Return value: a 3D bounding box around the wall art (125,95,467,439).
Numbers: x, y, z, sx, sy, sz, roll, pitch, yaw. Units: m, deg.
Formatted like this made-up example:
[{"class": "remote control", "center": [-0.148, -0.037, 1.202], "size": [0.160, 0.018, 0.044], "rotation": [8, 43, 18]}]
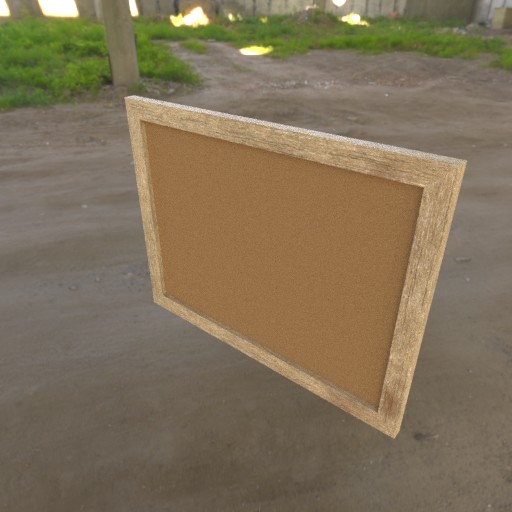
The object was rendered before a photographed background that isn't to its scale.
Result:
[{"class": "wall art", "center": [0.000, 0.000, 0.894], "size": [0.690, 0.535, 0.026], "rotation": [22, 37, 33]}]
